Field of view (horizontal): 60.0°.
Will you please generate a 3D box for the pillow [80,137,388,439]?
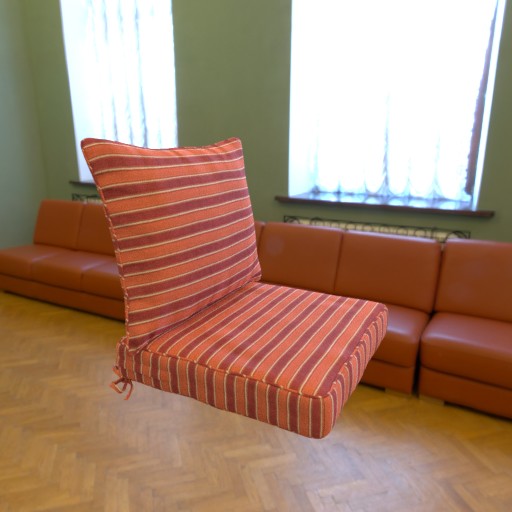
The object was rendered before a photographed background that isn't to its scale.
[{"bbox_3d":[0.000,0.000,1.398,0.733,0.723,0.799,8,17,27],"label":"pillow"}]
